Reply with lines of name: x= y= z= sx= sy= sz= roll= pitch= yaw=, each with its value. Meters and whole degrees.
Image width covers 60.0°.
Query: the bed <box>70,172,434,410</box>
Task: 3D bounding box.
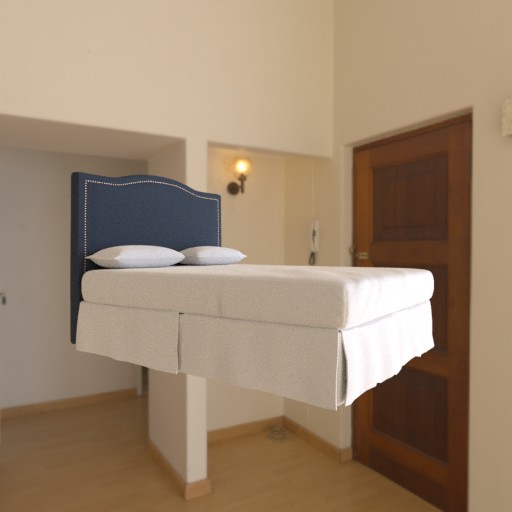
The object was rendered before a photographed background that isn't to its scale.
bed: x=0.000 y=0.000 z=3.428 sx=2.282 sy=1.436 sz=1.821 roll=0 pitch=1 yaw=35
